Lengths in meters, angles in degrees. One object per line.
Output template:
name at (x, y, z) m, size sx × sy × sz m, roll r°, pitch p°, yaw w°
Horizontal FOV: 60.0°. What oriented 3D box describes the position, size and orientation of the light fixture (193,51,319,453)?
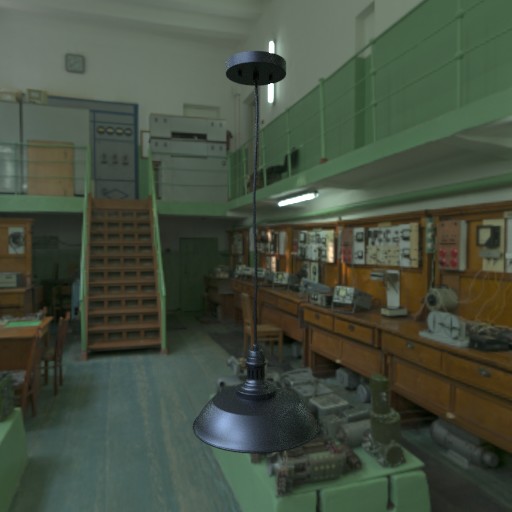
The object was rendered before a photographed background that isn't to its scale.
light fixture at (0.000, 0.000, 1.158) m, size 0.331 × 0.993 × 0.331 m, roll 0°, pitch 1°, yaw -19°
